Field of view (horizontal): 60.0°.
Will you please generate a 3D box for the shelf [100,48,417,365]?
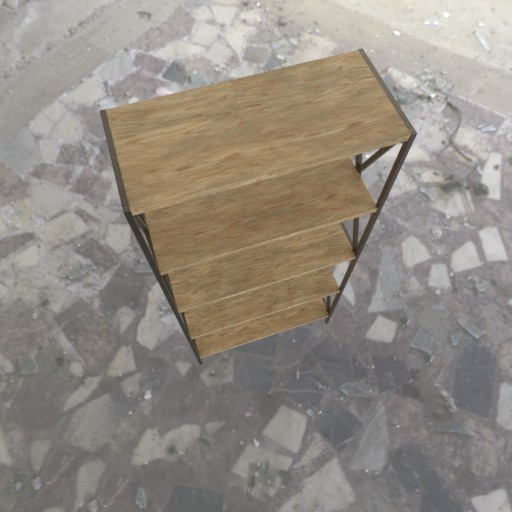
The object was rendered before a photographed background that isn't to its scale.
[{"bbox_3d":[0.000,0.000,2.133,0.874,1.803,0.386,-17,65,-8],"label":"shelf"}]
